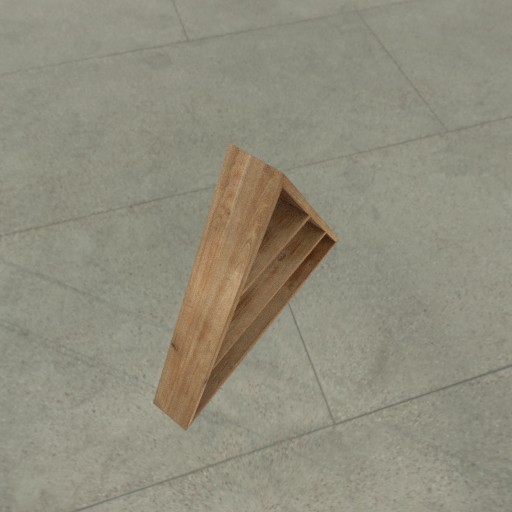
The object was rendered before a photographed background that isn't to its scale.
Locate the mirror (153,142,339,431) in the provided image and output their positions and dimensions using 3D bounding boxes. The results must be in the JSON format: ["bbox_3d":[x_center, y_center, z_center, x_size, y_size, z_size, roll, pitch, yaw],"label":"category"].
[{"bbox_3d":[0.000,0.000,0.877,0.100,0.548,0.631,33,64,19],"label":"mirror"}]
